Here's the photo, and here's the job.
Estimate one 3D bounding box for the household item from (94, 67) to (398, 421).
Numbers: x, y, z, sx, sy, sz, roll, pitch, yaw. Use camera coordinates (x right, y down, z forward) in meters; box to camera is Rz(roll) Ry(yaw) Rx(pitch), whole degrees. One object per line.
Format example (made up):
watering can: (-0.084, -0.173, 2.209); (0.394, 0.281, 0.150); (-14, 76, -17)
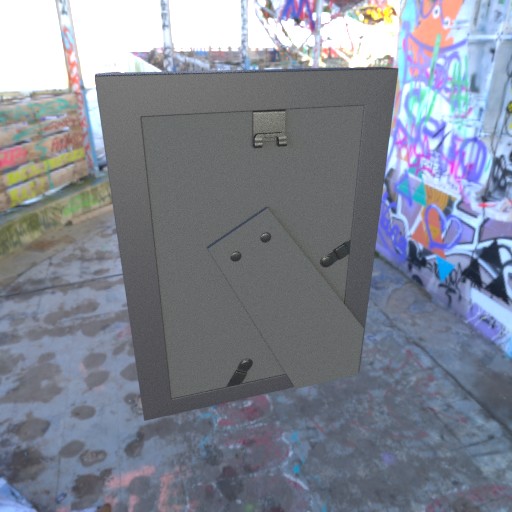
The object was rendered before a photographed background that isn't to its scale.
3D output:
household item: (0.000, 0.000, 0.229); (0.133, 0.178, 0.022); (-8, 27, -16)
